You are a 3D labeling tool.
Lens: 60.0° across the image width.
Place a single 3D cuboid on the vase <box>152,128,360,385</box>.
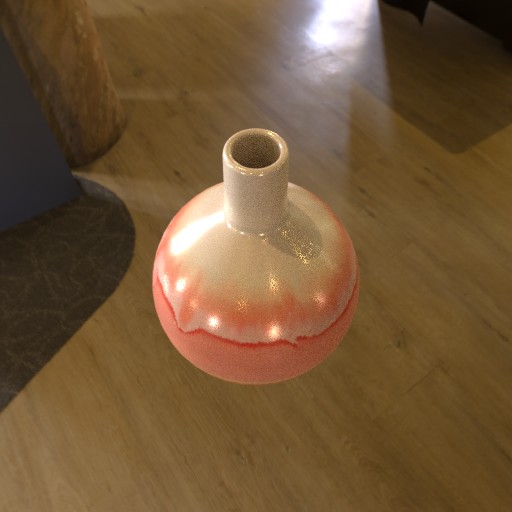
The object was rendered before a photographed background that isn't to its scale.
[{"bbox_3d":[0.000,0.000,0.274,0.137,0.176,0.137,0,57,0],"label":"vase"}]
